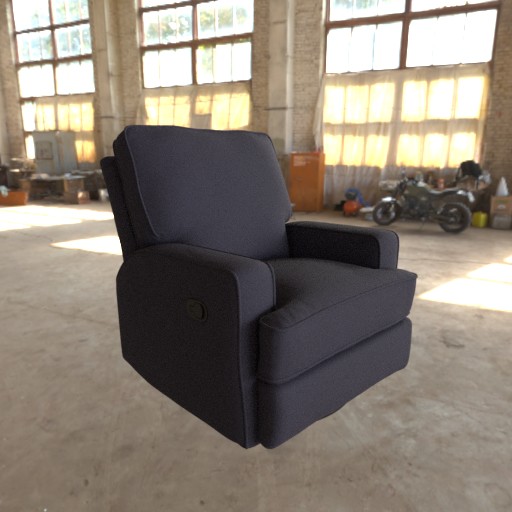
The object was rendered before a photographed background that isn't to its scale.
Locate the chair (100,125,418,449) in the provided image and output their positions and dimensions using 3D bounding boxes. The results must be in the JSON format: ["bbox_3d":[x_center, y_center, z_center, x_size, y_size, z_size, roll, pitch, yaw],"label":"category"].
[{"bbox_3d":[0.000,0.000,1.683,0.861,0.962,0.964,-13,19,-42],"label":"chair"}]
